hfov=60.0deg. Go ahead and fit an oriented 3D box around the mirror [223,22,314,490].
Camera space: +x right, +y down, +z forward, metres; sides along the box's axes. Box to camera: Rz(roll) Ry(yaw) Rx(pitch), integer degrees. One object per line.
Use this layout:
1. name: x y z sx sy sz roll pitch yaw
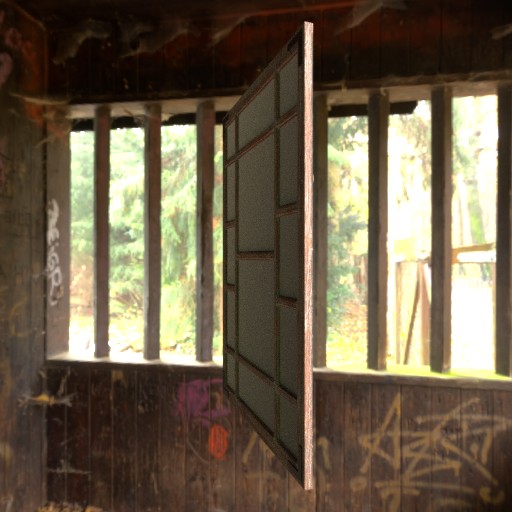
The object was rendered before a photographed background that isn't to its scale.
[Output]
1. mirror: 0.000 0.000 1.277 0.025 0.996 0.705 0 0 -19
